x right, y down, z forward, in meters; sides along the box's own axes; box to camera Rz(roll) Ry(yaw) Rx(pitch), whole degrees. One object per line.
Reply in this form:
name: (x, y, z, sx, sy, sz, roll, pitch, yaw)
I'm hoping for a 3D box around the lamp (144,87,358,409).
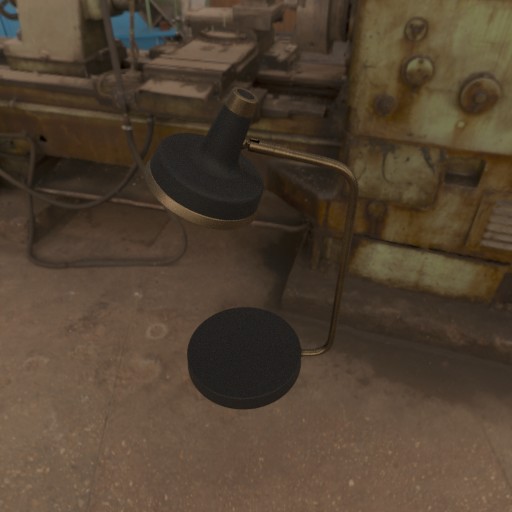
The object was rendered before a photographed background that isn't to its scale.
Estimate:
lamp: (0.000, 0.000, 0.512, 0.218, 0.385, 0.162, 0, 40, -1)
